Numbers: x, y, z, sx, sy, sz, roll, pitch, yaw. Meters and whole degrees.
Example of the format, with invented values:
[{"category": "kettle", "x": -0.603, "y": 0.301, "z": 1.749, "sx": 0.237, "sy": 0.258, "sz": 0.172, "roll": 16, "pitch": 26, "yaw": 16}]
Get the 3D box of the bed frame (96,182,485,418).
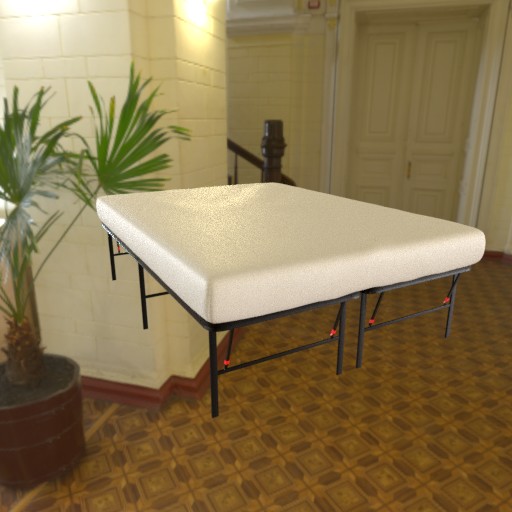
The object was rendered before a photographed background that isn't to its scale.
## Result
[{"category": "bed frame", "x": 0.000, "y": 0.000, "z": 2.855, "sx": 1.584, "sy": 0.667, "sz": 2.151, "roll": -9, "pitch": 19, "yaw": -28}]
